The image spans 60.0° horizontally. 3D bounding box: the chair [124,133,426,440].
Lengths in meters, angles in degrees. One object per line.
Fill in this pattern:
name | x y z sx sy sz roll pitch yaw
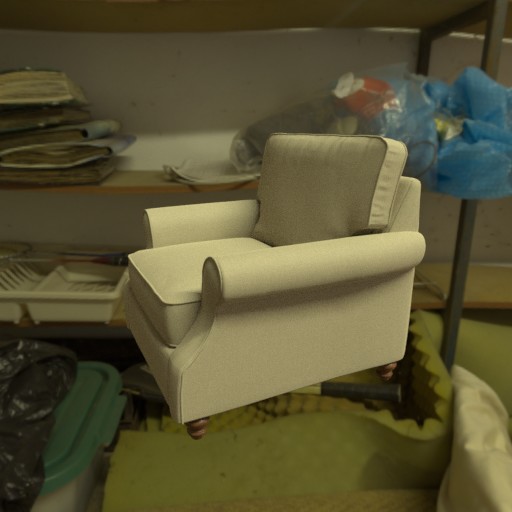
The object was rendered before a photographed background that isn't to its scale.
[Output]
chair | 0.000 0.000 1.827 0.966 0.967 1.029 -8 18 -25
